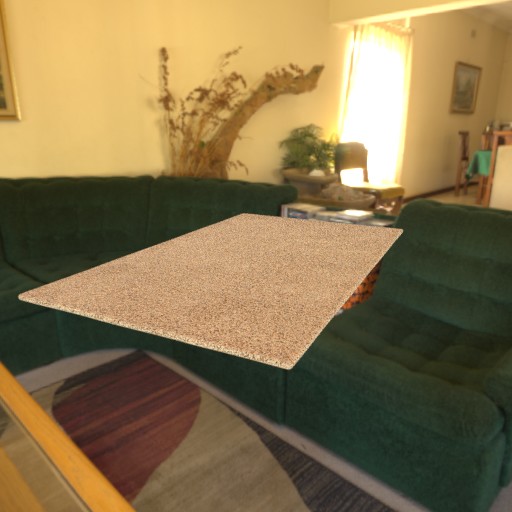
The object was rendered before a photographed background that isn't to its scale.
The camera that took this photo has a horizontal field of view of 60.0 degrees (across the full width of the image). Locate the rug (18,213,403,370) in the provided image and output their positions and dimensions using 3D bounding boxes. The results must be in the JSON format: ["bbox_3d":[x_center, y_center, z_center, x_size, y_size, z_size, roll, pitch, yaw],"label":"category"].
[{"bbox_3d":[0.000,0.000,2.990,1.524,0.030,2.438,8,19,26],"label":"rug"}]
